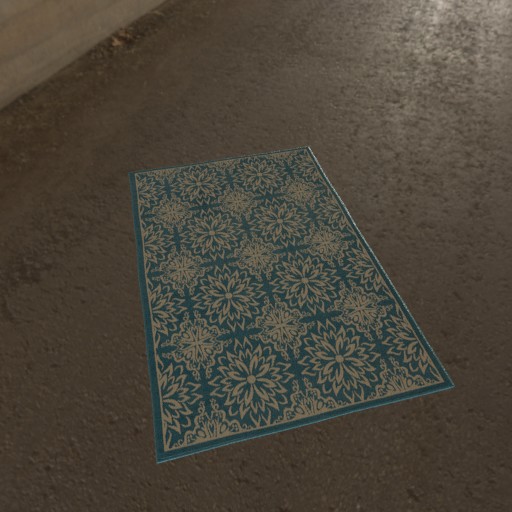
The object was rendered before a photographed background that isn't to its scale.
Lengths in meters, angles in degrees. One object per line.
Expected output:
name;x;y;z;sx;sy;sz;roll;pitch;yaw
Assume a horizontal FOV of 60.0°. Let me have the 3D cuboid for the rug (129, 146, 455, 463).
rug;0.000;0.000;2.320;1.211;0.012;1.833;-10;47;-10
